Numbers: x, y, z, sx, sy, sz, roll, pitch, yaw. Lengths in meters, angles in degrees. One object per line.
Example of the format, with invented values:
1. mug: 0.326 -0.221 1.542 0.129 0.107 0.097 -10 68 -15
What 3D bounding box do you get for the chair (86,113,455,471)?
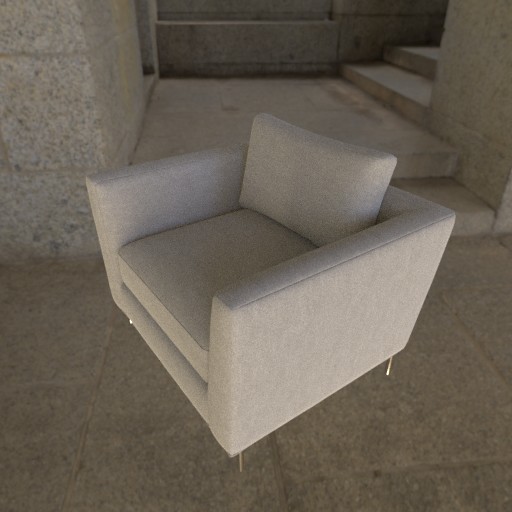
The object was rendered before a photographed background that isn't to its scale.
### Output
1. chair: 0.000 0.000 1.677 0.889 0.864 1.041 -20 37 -30
